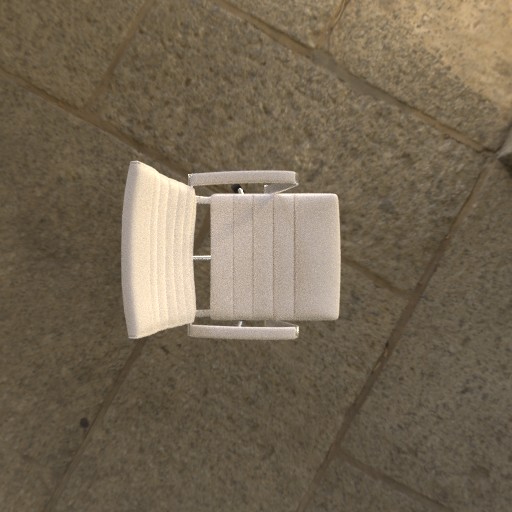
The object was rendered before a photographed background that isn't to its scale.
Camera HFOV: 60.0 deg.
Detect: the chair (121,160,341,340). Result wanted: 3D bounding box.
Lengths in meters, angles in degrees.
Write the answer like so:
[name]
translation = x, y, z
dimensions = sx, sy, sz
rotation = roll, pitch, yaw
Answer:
[chair]
translation = 0.000, 0.000, 1.657
dimensions = 0.739, 1.149, 0.766
rotation = 0, 88, -1
